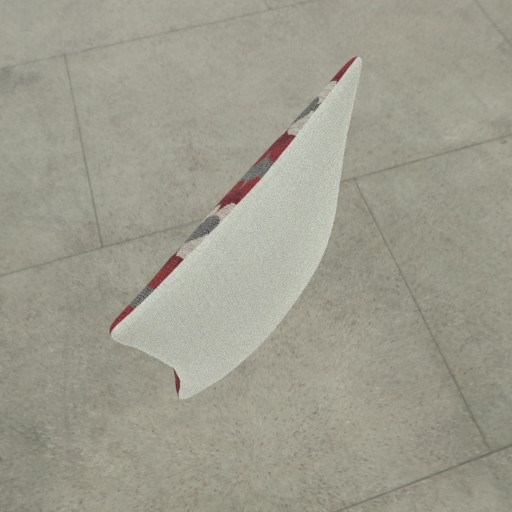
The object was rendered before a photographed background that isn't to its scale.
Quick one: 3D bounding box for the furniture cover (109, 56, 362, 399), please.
[{"bbox_3d":[0.000,0.000,0.648,0.145,0.420,0.435,34,69,15],"label":"furniture cover"}]
